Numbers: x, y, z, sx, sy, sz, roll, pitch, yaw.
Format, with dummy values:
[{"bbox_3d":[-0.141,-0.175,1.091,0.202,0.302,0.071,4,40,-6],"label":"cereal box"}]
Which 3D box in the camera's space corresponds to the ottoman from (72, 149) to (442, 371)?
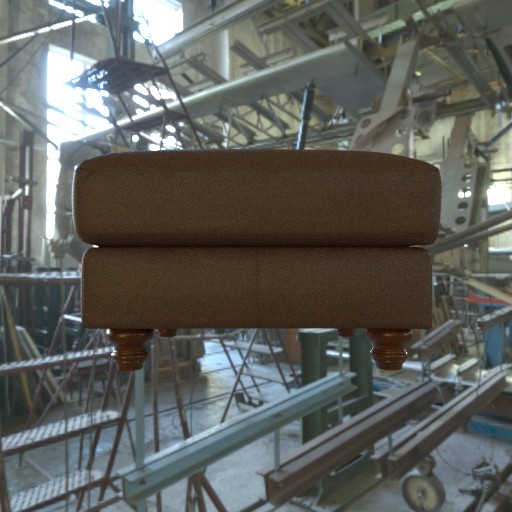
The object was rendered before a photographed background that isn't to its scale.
[{"bbox_3d":[0.000,0.000,1.203,0.787,0.508,0.635,0,-1,-1],"label":"ottoman"}]
